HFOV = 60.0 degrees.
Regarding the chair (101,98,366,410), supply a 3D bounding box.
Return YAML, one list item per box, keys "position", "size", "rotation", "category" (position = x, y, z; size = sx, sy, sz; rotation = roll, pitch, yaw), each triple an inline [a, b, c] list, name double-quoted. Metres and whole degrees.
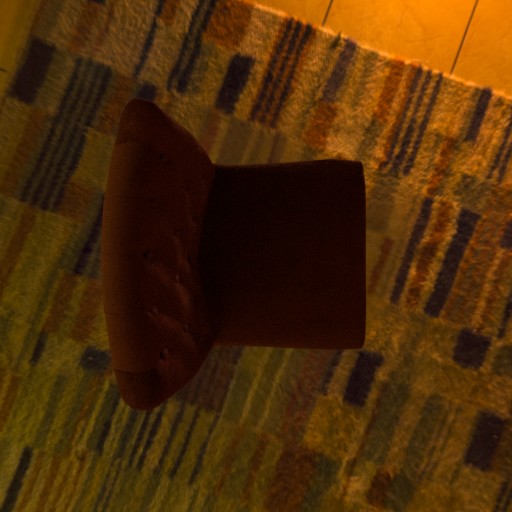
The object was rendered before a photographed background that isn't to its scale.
- position: [0.000, 0.000, 1.184]
  size: [0.605, 0.750, 0.582]
  rotation: [0, 89, -1]
  category: "chair"
